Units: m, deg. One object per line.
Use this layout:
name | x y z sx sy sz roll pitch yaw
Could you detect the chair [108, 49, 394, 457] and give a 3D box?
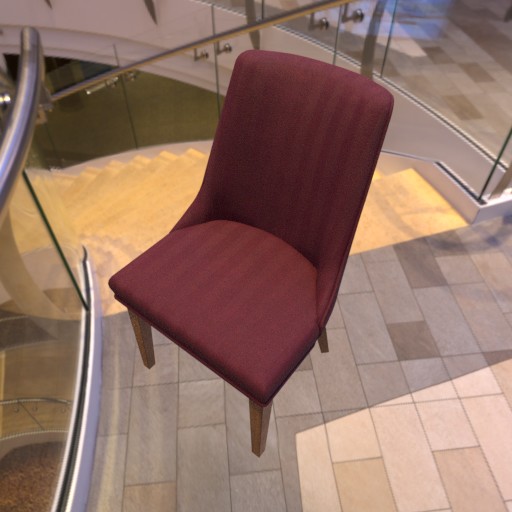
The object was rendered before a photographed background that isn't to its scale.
chair | 0.000 0.000 1.261 0.548 0.916 0.638 30 54 25
